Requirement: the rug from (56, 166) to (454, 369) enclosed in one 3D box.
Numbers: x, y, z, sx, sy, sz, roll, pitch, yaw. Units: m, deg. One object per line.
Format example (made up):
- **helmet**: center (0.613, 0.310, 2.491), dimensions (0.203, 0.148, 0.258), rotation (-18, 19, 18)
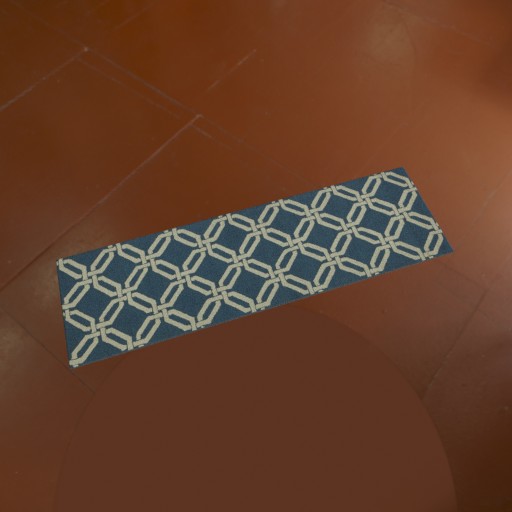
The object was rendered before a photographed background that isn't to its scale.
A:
- **rug**: center (0.000, 0.000, 2.639), dimensions (2.276, 0.014, 0.678), rotation (-16, 64, -8)
